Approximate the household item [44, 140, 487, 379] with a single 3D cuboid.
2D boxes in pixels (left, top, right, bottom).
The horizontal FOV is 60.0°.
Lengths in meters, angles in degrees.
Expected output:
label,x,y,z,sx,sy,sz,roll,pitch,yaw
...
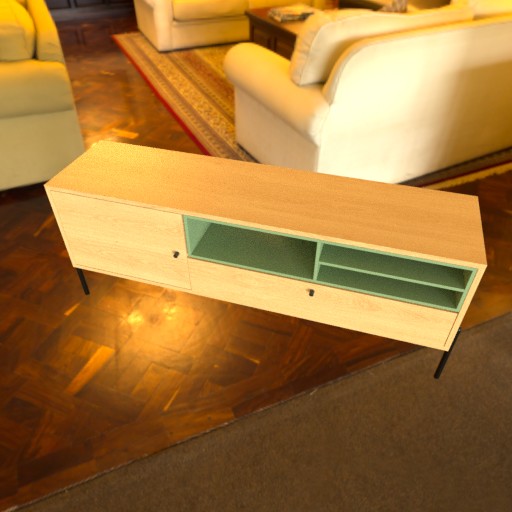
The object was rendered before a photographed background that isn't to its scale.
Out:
label,x,y,z,sx,sy,sz,roll,pitch,yaw
household item,0.000,0.000,1.773,1.550,0.600,0.400,11,42,13
